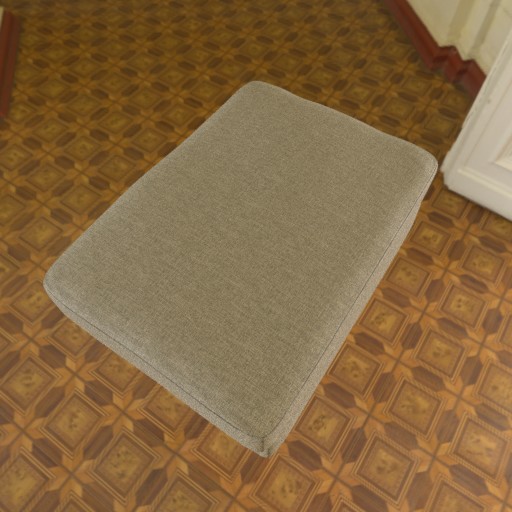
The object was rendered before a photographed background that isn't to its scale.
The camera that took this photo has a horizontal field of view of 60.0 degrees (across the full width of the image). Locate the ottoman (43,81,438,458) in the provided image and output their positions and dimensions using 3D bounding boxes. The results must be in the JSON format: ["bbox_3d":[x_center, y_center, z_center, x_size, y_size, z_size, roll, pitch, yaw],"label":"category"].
[{"bbox_3d":[0.000,0.000,1.232,0.639,0.494,0.873,30,62,17],"label":"ottoman"}]
